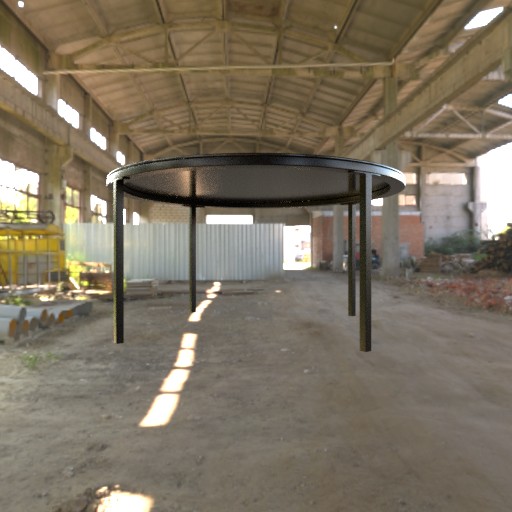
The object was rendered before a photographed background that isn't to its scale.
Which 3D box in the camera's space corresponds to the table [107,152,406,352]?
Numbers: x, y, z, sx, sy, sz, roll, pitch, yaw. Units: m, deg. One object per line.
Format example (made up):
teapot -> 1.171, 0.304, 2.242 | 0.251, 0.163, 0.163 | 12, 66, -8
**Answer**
table -> 0.000, 0.000, 1.251 | 0.800, 0.400, 0.800 | 0, 0, 0
